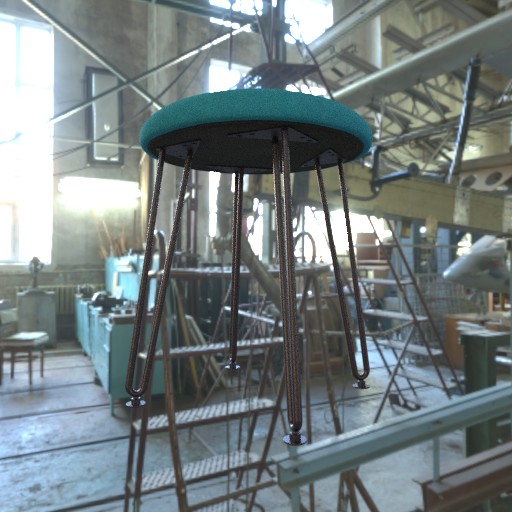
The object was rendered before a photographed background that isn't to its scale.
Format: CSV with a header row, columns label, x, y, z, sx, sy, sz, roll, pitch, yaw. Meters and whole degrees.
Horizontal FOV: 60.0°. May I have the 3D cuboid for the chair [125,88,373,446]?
label,x,y,z,sx,sy,sz,roll,pitch,yaw
chair,0.000,0.000,0.686,0.350,0.430,0.350,0,-1,19
